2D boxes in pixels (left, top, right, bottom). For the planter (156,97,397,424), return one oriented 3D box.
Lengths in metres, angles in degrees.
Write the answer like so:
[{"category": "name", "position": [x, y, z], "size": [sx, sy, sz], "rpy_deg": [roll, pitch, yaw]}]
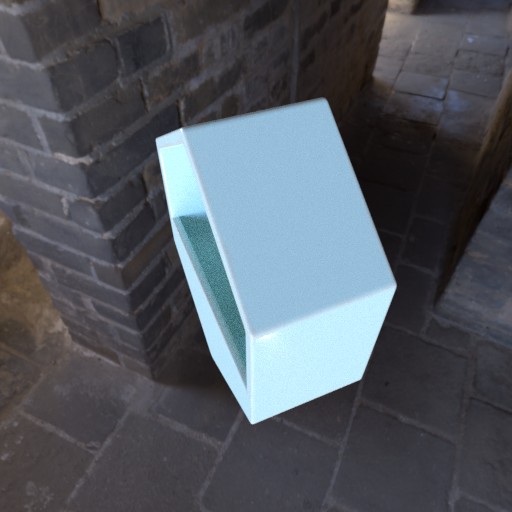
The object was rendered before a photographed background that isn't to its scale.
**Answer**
[{"category": "planter", "position": [0.000, 0.000, 0.291], "size": [0.078, 0.207, 0.169], "rpy_deg": [-17, 50, -15]}]
